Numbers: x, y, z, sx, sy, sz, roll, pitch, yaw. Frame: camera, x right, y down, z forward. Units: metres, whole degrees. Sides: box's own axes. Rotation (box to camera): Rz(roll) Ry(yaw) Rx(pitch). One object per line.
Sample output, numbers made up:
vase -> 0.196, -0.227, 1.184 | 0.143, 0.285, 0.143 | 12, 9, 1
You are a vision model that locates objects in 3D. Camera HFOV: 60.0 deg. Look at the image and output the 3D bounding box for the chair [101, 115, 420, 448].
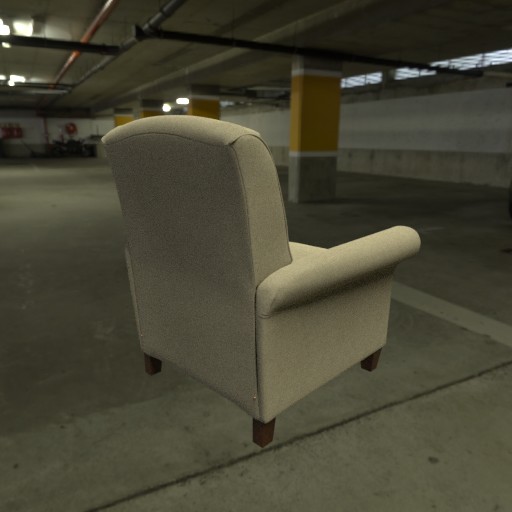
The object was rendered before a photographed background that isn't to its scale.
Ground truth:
chair -> 0.000, 0.000, 1.801 | 0.978, 1.061, 0.905 | 14, 20, 43
